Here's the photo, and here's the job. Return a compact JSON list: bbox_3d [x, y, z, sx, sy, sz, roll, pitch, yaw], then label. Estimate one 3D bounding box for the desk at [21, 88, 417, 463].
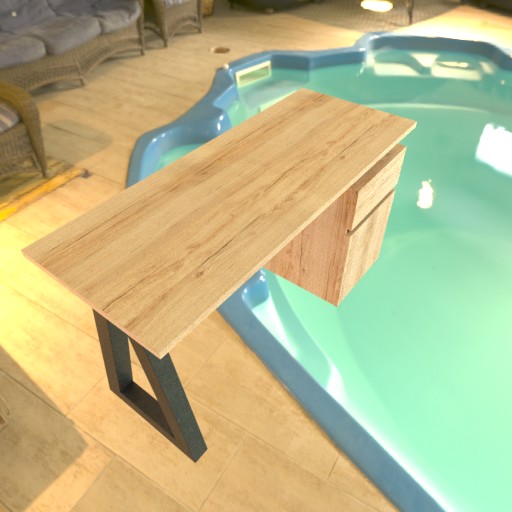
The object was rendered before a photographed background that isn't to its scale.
[{"bbox_3d":[0.000,0.000,1.756,0.550,0.760,1.400,28,50,27],"label":"desk"}]
